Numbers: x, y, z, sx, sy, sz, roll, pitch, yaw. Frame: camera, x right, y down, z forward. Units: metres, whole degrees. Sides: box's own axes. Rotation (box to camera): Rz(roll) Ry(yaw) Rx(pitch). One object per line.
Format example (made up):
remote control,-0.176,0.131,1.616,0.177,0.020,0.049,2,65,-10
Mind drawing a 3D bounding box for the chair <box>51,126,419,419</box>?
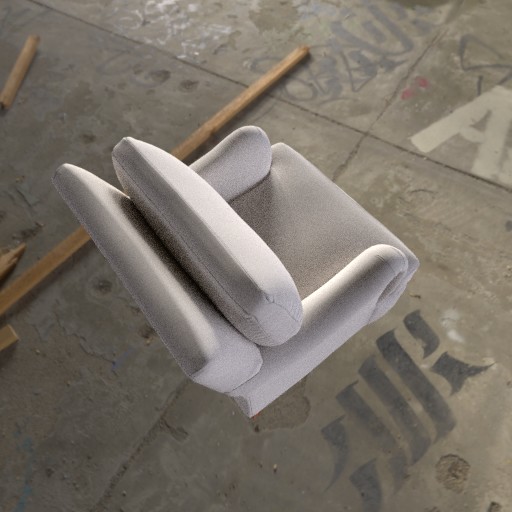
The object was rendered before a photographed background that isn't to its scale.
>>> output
chair,0.000,0.000,1.838,1.070,1.038,0.955,-33,63,-20
